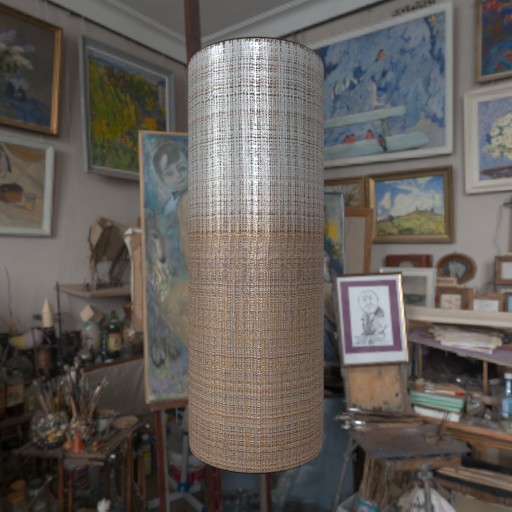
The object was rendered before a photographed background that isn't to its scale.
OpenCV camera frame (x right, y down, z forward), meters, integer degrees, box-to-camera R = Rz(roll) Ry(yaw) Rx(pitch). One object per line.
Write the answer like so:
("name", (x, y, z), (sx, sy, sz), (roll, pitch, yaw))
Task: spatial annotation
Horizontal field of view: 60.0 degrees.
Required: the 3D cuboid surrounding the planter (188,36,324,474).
("planter", (0.000, 0.000, 0.328), (0.099, 0.278, 0.099), (0, 0, -1))
